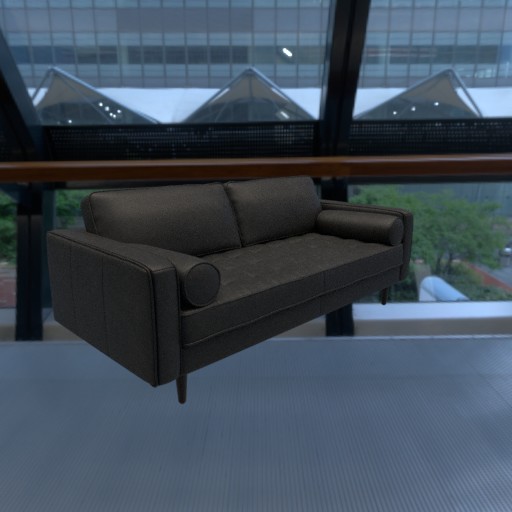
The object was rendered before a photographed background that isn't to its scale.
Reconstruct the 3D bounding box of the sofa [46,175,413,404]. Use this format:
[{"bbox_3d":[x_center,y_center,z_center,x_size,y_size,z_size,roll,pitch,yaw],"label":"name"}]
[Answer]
[{"bbox_3d":[0.000,0.000,2.394,0.921,0.770,1.879,13,19,43],"label":"sofa"}]
